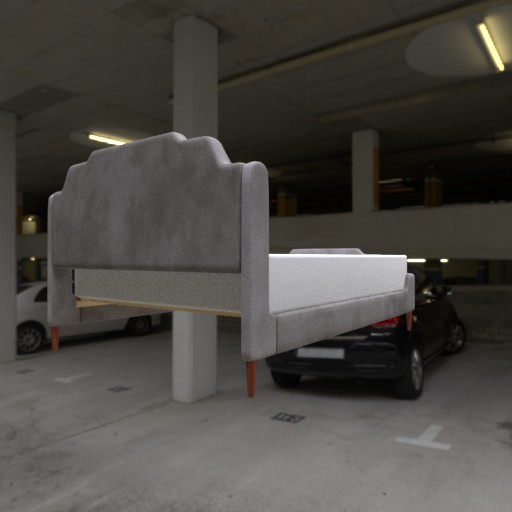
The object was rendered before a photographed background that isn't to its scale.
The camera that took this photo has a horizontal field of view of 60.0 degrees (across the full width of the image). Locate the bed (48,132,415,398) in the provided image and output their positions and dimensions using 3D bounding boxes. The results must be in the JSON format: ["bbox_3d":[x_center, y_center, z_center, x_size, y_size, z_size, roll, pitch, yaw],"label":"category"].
[{"bbox_3d":[0.000,0.000,3.341,1.676,1.245,2.340,0,0,37],"label":"bed"}]
